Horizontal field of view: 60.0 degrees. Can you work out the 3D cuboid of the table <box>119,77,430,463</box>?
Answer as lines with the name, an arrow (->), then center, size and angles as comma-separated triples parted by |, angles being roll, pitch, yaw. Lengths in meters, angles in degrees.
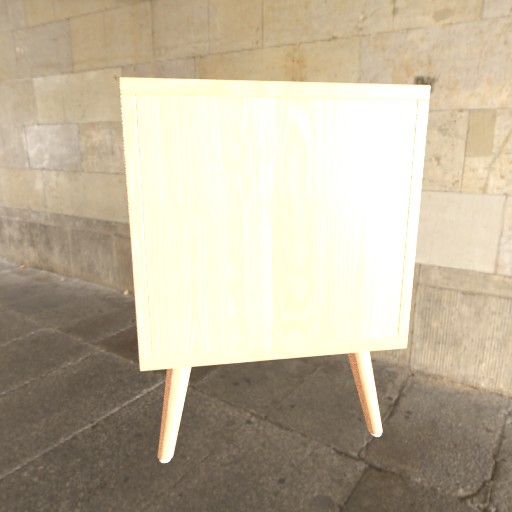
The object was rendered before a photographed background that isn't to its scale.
table -> 0.000, 0.000, 0.813 | 0.400, 0.550, 0.400 | -3, 14, -10
